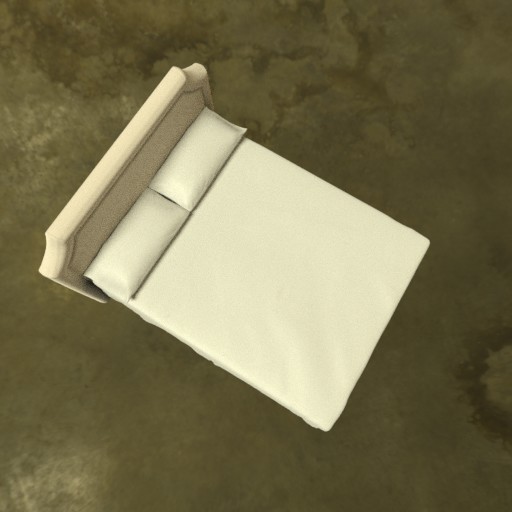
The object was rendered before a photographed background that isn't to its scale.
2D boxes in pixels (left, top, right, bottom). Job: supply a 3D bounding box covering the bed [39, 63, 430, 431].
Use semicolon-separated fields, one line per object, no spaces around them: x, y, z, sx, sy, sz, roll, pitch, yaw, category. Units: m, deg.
0.000;0.000;3.275;2.164;1.297;1.828;31;78;7;bed
